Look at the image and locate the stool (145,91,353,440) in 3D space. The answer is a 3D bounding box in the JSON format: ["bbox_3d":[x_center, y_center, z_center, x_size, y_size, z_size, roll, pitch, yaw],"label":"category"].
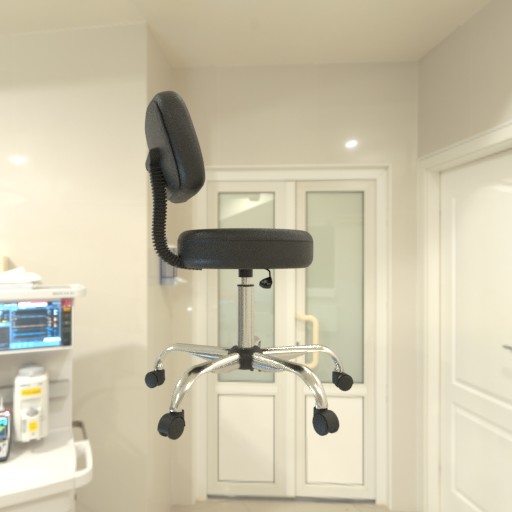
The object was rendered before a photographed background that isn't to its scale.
[{"bbox_3d":[0.000,0.000,1.341,0.648,0.862,0.673,0,0,-17],"label":"stool"}]
